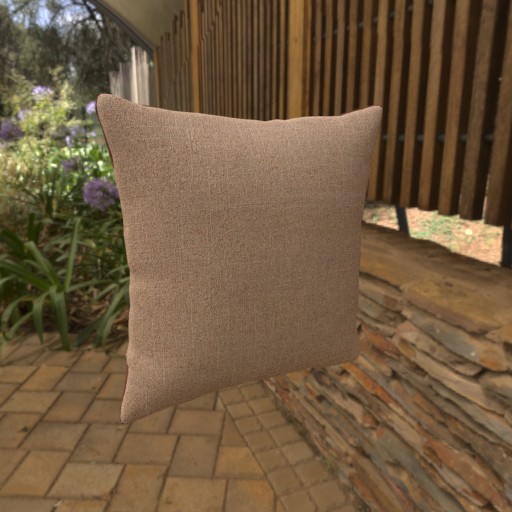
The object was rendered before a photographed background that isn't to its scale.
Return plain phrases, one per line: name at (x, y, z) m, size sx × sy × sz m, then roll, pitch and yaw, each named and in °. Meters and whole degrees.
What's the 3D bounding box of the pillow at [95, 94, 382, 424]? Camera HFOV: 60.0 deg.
pillow at (0.000, 0.000, 0.672) m, size 0.437 × 0.448 × 0.147 m, roll -8°, pitch 17°, yaw -26°
